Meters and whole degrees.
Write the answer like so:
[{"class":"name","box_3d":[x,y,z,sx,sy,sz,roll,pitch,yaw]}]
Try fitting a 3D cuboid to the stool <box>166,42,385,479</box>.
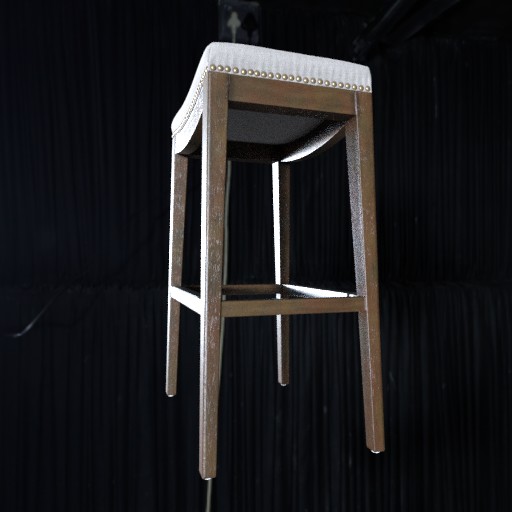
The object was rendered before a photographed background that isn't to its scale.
[{"class":"stool","box_3d":[0.000,0.000,1.040,0.356,0.762,0.508,0,0,-18]}]
